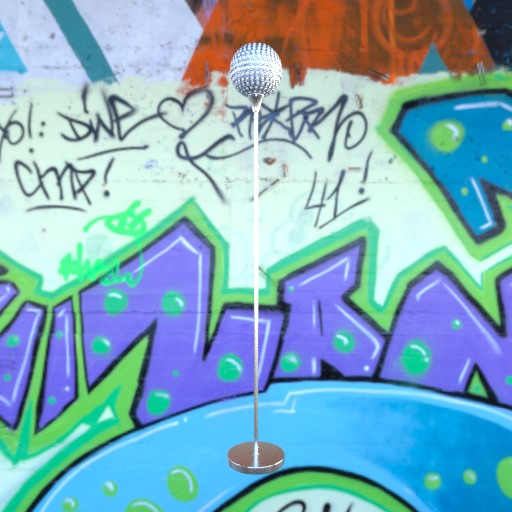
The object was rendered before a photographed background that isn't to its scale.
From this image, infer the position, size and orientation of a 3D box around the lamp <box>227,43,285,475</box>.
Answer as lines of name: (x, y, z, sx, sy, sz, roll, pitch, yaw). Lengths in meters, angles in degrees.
lamp: (0.000, 0.000, 1.947, 0.254, 1.805, 0.254, 0, 1, 0)
